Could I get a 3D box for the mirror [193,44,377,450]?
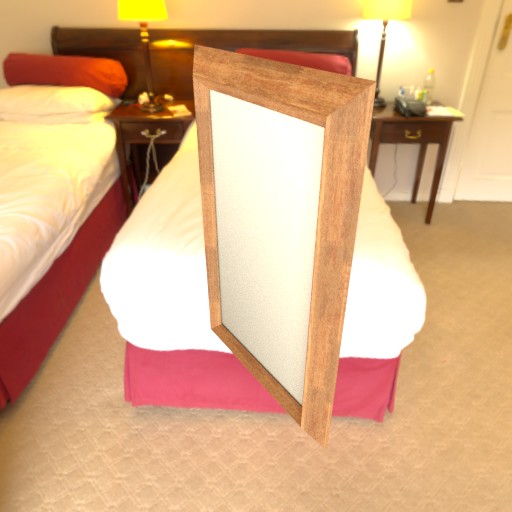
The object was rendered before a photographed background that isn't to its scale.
[{"bbox_3d":[0.000,0.000,1.235,0.047,1.010,0.651,-20,37,-29],"label":"mirror"}]
